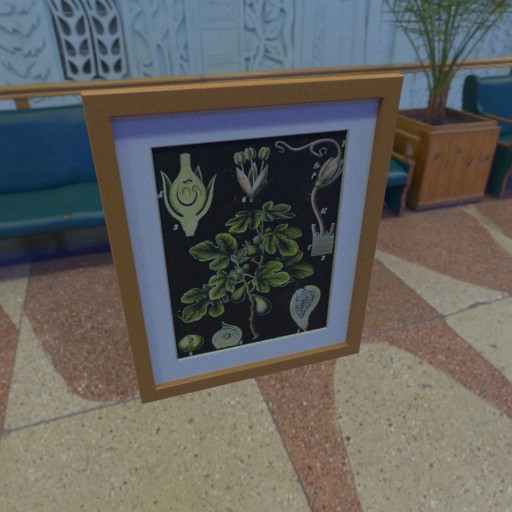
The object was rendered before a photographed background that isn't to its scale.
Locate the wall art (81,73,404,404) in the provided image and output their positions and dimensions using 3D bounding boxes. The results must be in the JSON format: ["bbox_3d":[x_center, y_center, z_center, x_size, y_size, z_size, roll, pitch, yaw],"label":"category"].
[{"bbox_3d":[0.000,0.000,0.747,0.452,0.553,0.022,-9,32,-15],"label":"wall art"}]
